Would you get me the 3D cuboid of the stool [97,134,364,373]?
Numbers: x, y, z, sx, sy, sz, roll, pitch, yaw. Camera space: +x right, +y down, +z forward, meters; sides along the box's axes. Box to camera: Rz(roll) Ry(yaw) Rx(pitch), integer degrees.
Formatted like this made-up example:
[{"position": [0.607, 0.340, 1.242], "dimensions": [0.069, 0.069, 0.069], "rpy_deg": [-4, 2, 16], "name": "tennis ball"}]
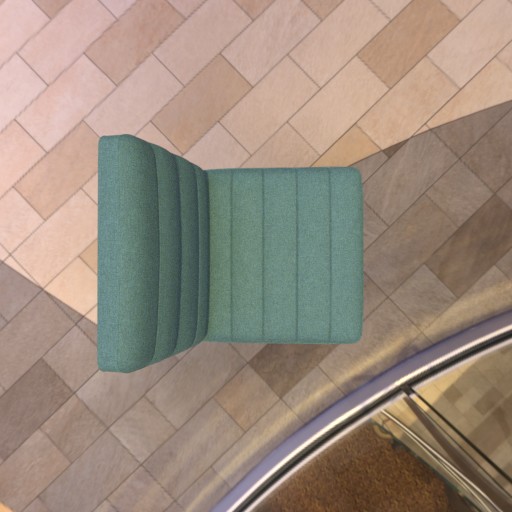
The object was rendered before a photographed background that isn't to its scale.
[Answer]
[{"position": [0.000, 0.000, 1.318], "dimensions": [0.560, 1.040, 0.460], "rpy_deg": [0, 89, 2], "name": "stool"}]
